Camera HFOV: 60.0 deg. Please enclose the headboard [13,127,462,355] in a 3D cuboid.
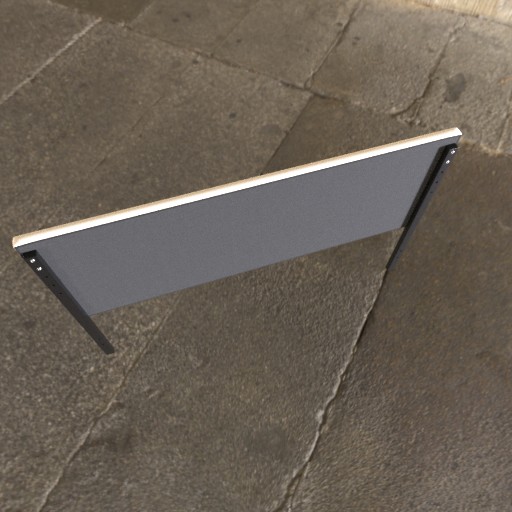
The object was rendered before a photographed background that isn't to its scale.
[{"bbox_3d":[0.000,0.000,2.819,2.362,1.410,0.120,-16,60,-9],"label":"headboard"}]
